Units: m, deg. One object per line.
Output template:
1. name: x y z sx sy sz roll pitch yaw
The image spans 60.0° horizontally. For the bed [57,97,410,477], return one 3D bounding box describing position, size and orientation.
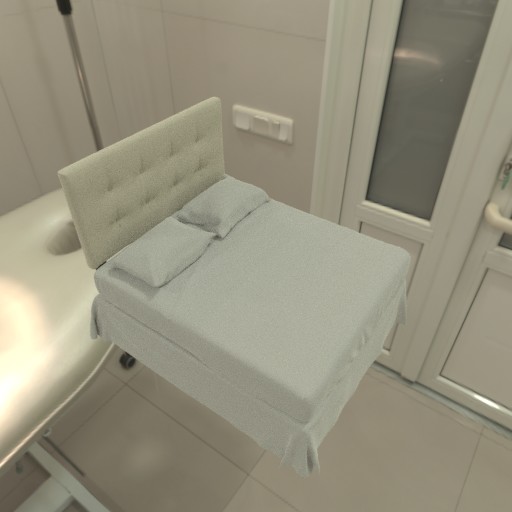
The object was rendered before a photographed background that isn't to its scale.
1. bed: 0.000 0.000 3.449 2.222 1.577 1.936 25 46 26
